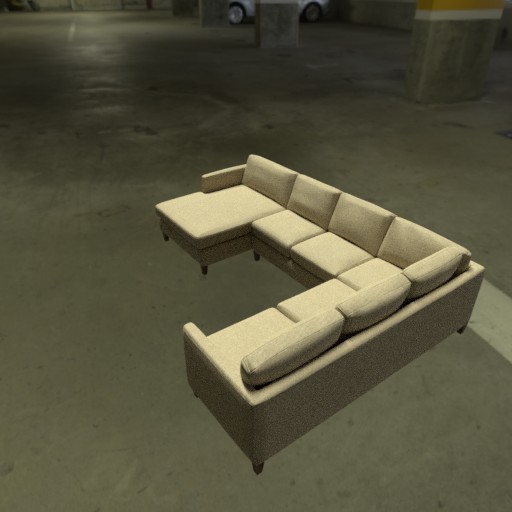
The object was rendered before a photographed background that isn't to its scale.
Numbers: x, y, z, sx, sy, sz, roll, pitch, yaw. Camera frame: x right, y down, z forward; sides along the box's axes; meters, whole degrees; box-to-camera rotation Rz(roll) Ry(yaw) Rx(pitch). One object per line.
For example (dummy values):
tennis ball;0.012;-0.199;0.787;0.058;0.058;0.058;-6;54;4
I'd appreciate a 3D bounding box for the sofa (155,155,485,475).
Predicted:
sofa;0.000;0.000;4.570;2.593;0.959;3.460;-21;37;-30
